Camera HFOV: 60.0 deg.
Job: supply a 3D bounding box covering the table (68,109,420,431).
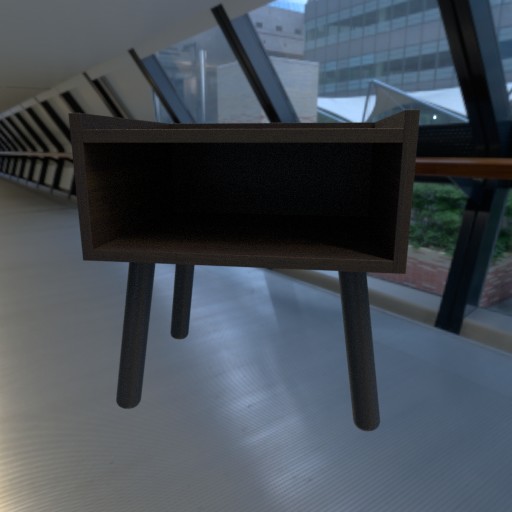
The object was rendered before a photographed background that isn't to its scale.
[{"bbox_3d":[0.000,0.000,0.794,0.450,0.470,0.370,2,15,8],"label":"table"}]
